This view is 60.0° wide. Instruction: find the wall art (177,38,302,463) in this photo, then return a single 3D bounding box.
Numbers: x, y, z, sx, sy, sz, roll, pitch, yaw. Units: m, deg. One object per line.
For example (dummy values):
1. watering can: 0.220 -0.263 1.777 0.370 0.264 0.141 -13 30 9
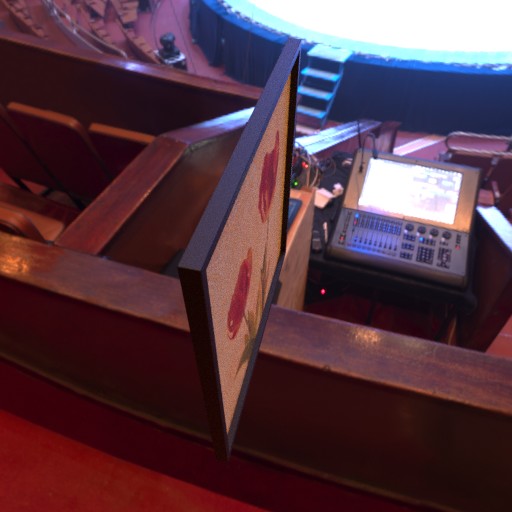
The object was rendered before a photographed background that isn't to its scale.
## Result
1. wall art: 0.000 0.000 1.175 0.043 0.807 0.805 10 49 9
